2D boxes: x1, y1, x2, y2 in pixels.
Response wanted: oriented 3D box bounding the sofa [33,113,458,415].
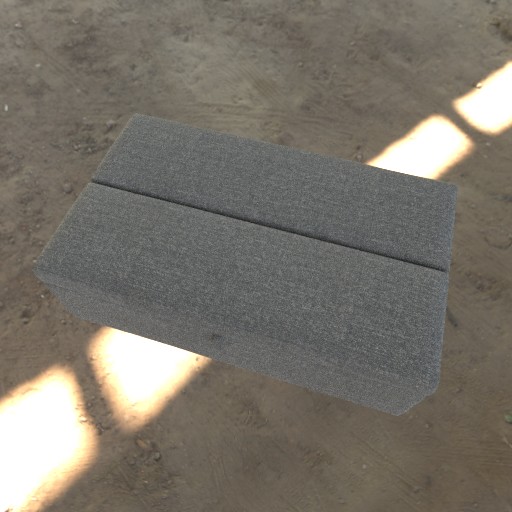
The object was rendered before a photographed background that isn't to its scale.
[{"bbox_3d":[0.000,0.000,1.568,1.198,0.417,0.782,15,60,9],"label":"sofa"}]
